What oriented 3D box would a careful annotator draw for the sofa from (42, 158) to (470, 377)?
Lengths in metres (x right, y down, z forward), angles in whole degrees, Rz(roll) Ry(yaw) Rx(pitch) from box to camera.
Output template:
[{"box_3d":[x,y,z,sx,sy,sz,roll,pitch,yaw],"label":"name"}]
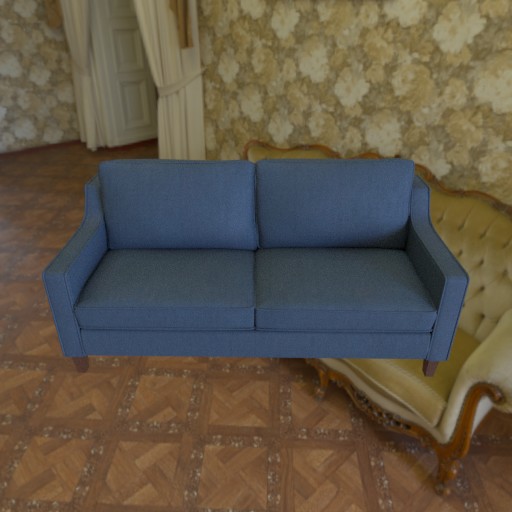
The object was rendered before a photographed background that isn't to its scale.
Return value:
[{"box_3d":[0.000,0.000,2.757,2.178,1.071,1.066,0,30,1],"label":"sofa"}]
